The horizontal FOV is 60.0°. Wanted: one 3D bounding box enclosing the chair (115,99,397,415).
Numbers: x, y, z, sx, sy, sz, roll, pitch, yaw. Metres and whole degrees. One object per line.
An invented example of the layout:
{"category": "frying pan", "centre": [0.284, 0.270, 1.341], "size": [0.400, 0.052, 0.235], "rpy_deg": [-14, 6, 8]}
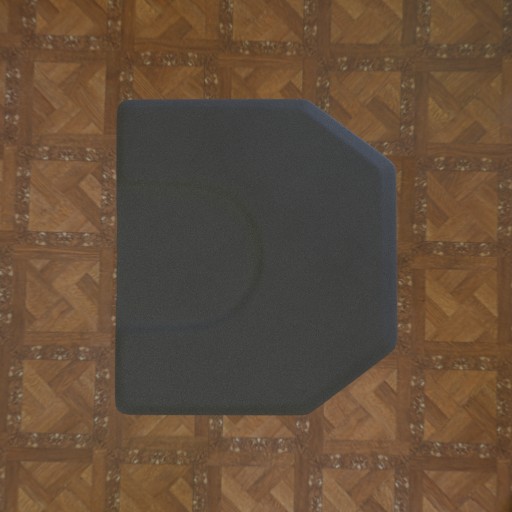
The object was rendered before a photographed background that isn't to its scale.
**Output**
{"category": "chair", "centre": [0.000, 0.000, 1.916], "size": [1.219, 0.024, 1.372], "rpy_deg": [0, 89, 0]}
